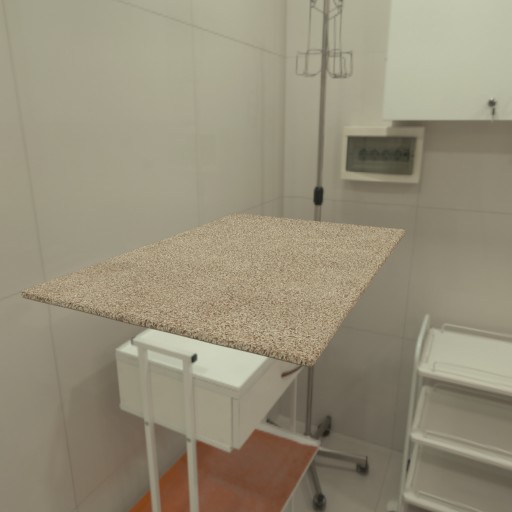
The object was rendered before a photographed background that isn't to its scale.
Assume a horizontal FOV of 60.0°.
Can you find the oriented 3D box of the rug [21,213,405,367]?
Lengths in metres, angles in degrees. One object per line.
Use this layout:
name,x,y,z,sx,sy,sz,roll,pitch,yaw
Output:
rug,0.000,0.000,2.265,1.219,0.030,1.778,8,18,25
